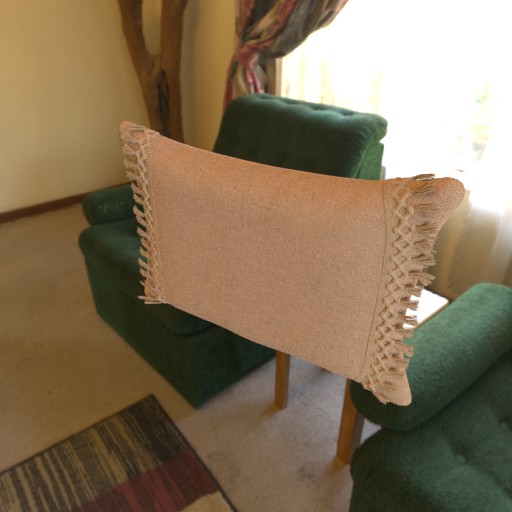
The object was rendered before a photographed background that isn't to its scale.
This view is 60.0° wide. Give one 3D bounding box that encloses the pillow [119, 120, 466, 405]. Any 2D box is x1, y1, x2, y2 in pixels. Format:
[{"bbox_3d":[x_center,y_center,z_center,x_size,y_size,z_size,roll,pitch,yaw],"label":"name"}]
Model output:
[{"bbox_3d":[0.000,0.000,0.593,0.466,0.305,0.084,18,34,29],"label":"pillow"}]
